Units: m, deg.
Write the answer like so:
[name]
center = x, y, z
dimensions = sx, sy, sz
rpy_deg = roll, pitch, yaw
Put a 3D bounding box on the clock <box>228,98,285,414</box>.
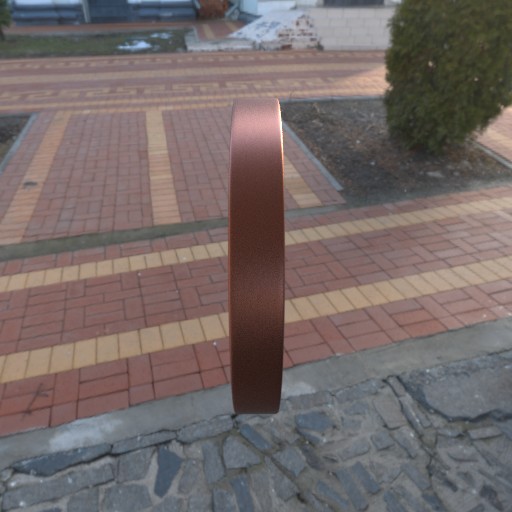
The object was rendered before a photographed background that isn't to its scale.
[clock]
center = 0.000, 0.000, 0.467
dimensions = 0.040, 0.313, 0.313
rpy_deg = 0, 32, 0
